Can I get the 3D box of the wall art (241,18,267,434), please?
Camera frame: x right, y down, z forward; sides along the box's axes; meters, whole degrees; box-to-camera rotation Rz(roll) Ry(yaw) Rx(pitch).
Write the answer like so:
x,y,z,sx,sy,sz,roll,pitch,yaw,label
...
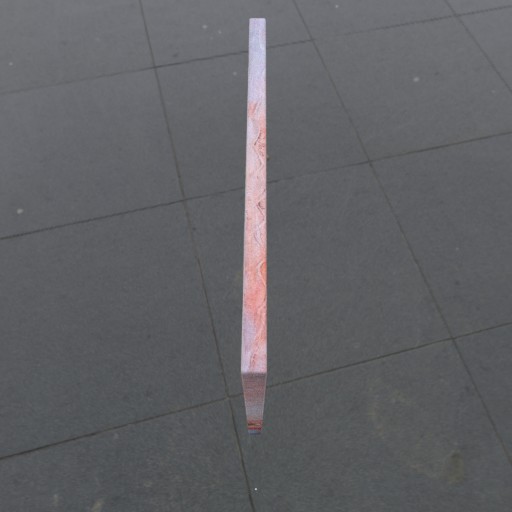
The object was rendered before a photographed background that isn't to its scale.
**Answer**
x,y,z,sx,sy,sz,roll,pitch,yaw,label
0.000,0.000,1.094,0.035,0.747,0.747,0,62,0,wall art
